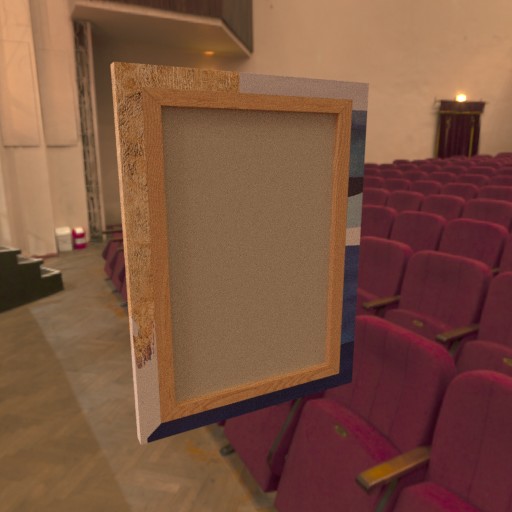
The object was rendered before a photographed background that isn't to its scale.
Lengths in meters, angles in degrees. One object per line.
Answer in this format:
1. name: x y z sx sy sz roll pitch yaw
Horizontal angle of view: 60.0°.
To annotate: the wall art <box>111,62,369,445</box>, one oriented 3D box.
1. wall art: 0.000 0.000 0.802 0.458 0.613 0.026 -7 15 -27
